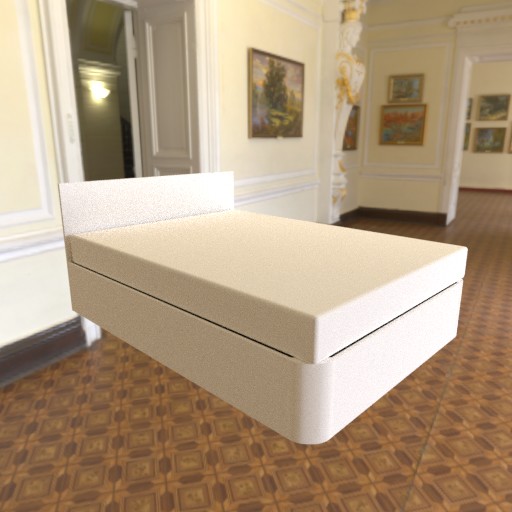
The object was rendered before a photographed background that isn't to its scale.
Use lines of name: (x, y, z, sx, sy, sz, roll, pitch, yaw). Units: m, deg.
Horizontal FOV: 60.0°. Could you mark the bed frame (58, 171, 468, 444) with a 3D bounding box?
bed frame: (0.000, 0.000, 2.563, 1.900, 0.800, 1.400, 14, 20, 42)
